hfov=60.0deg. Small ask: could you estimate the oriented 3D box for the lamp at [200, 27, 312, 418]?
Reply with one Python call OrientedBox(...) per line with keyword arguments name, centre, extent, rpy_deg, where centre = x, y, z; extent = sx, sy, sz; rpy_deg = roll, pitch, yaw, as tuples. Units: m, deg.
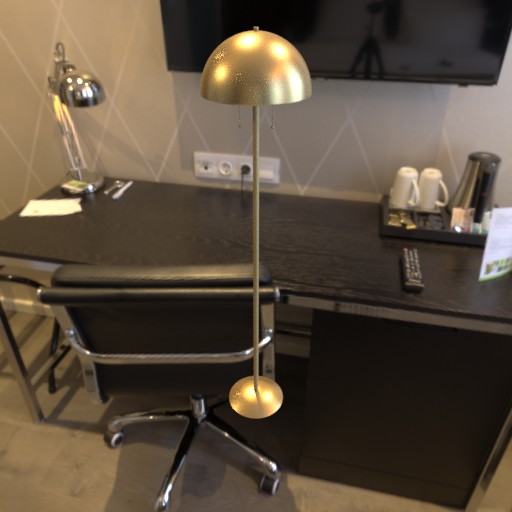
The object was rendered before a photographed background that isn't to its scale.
OrientedBox(name="lamp", centre=(0.000, 0.000, 1.608), extent=(0.328, 1.480, 0.328), rpy_deg=(-9, 33, -15))
